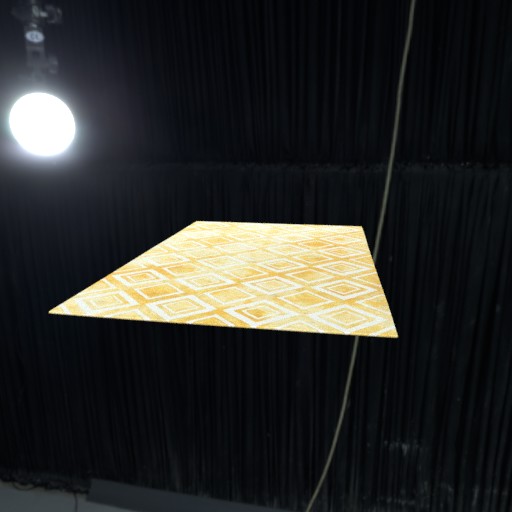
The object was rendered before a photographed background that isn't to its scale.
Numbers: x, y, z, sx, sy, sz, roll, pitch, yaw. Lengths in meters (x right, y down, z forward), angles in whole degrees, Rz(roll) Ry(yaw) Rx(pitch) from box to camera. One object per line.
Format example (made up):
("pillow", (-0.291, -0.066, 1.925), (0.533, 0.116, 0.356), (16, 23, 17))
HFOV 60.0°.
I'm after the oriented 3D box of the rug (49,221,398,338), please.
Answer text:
("rug", (0.000, 0.000, 2.359), (1.213, 0.010, 1.829), (2, 15, 9))
